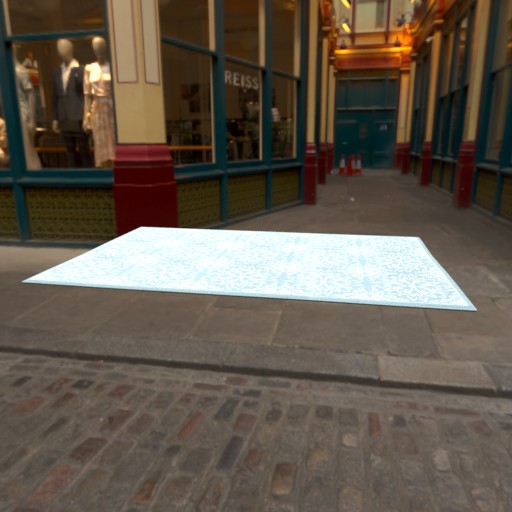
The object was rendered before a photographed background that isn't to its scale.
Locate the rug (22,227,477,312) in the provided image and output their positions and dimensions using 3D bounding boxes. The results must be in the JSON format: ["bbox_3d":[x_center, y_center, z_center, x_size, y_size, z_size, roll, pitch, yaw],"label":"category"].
[{"bbox_3d":[0.000,0.000,2.330,1.840,0.012,1.219,3,15,10],"label":"rug"}]
